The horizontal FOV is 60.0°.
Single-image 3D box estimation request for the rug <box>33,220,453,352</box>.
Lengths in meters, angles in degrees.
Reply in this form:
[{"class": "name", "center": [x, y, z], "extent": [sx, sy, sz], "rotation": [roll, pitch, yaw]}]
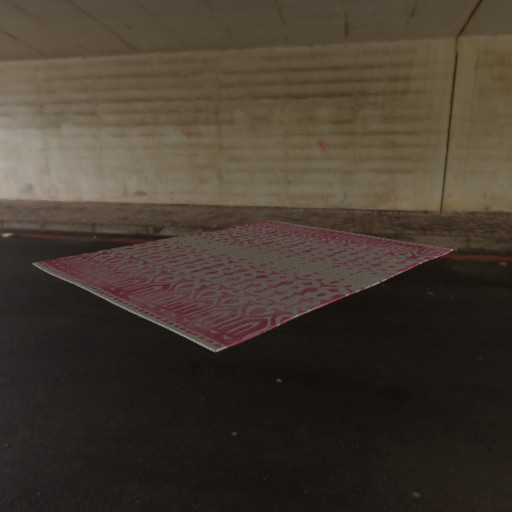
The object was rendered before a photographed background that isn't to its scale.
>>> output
[{"class": "rug", "center": [0.000, 0.000, 4.080], "extent": [2.441, 0.016, 3.095], "rotation": [13, 19, 42]}]
